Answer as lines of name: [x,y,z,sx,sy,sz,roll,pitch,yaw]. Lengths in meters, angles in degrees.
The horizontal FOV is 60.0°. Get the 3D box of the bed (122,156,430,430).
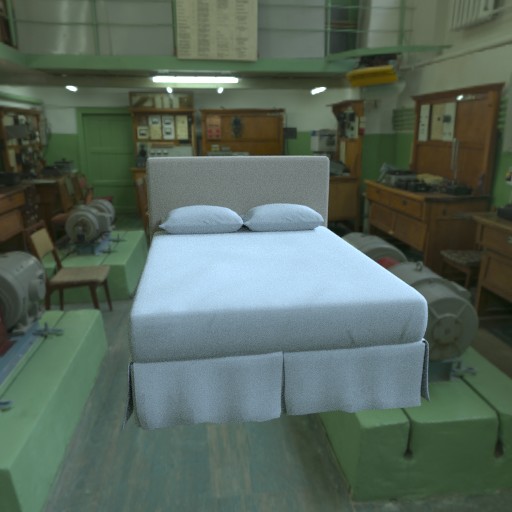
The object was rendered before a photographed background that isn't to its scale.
bed: [0.000,0.000,3.269,1.748,1.330,2.142,-2,16,-8]
